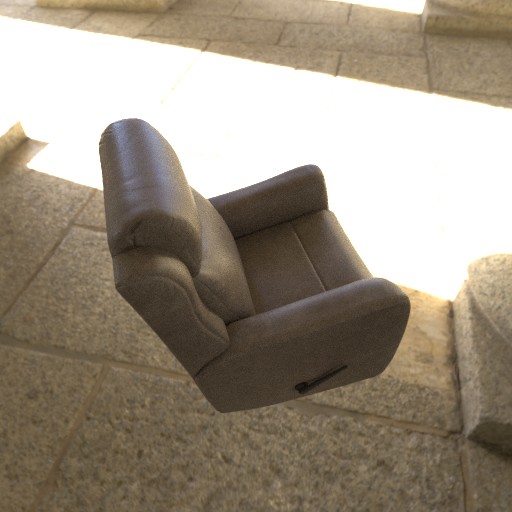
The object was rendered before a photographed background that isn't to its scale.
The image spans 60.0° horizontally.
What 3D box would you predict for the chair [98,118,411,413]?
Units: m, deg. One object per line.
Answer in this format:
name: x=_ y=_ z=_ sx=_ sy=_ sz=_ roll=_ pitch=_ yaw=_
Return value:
chair: x=0.000 y=0.000 z=1.907 sx=1.068 sy=1.116 sz=0.967 roll=-12 pitch=47 yaw=-11
